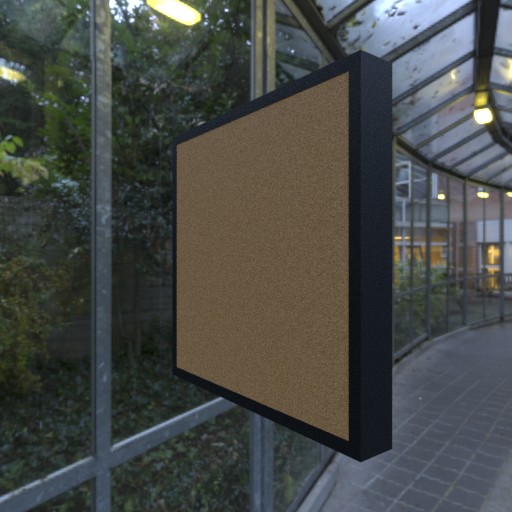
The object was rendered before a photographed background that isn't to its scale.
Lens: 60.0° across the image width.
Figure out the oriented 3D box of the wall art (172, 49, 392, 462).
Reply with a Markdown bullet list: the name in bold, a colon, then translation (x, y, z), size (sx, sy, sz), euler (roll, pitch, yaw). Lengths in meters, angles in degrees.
- **wall art**: translation (0.000, 0.000, 0.458), size (0.038, 0.304, 0.305), euler (0, 0, -37)
